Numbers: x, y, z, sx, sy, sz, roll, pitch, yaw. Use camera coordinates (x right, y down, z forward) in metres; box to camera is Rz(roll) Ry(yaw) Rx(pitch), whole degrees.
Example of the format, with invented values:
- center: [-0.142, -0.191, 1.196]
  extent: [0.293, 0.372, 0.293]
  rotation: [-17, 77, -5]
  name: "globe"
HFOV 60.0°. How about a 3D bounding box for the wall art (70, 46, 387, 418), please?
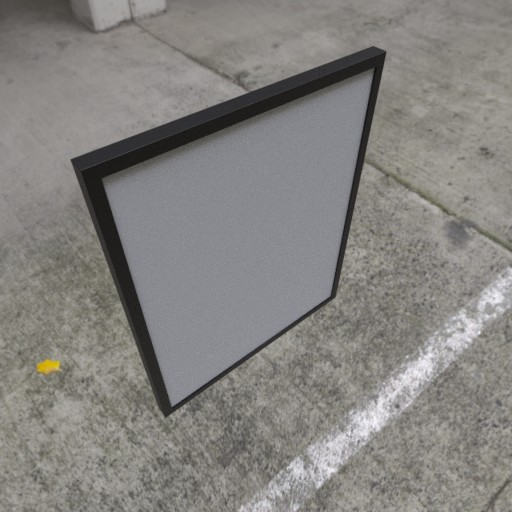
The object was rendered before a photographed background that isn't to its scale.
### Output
- center: [0.000, 0.000, 0.524]
  extent: [0.325, 0.397, 0.018]
  rotation: [-30, 53, -26]
  name: "wall art"
